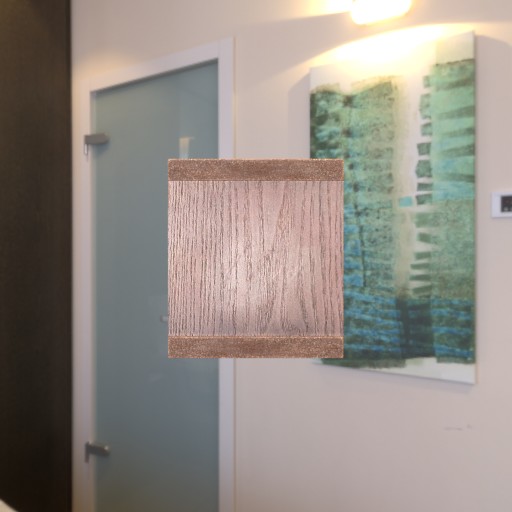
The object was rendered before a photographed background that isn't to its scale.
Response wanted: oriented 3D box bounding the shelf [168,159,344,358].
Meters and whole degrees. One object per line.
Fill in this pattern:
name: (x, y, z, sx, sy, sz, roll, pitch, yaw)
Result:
shelf: (0.000, 0.000, 0.683, 0.150, 0.170, 0.610, 0, 0, 0)
